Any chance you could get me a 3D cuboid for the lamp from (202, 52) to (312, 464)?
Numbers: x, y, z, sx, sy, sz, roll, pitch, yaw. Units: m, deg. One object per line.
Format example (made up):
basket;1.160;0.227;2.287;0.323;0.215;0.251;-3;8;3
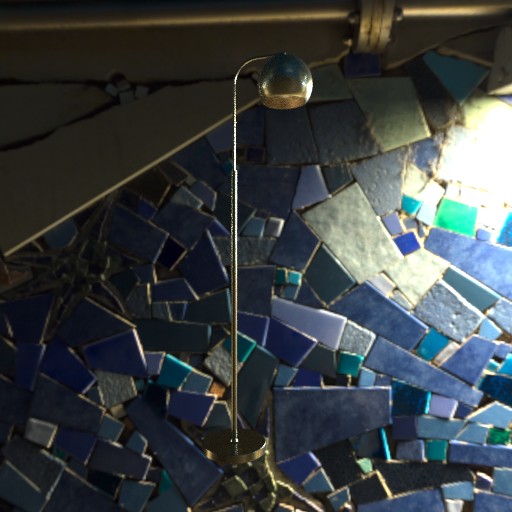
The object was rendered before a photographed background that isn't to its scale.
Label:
lamp;0.000;0.000;1.705;0.431;1.526;0.250;0;1;18
